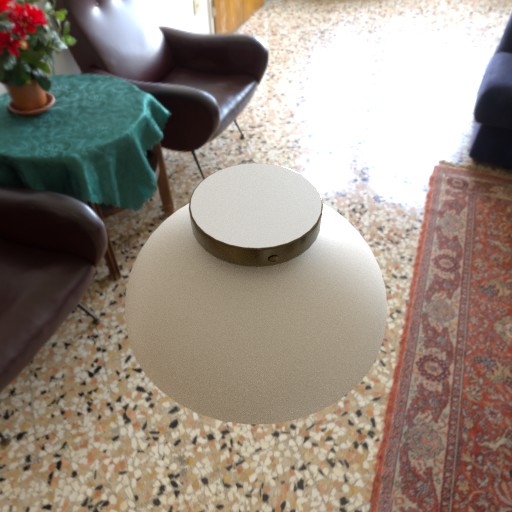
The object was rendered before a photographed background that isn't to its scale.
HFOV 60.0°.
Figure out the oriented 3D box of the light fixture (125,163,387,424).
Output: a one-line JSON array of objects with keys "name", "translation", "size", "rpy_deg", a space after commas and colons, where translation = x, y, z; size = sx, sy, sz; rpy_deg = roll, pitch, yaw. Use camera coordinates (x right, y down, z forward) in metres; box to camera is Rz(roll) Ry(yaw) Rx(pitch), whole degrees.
[{"name": "light fixture", "translation": [0.000, 0.000, 0.555], "size": [0.355, 0.177, 0.355], "rpy_deg": [0, 47, 0]}]
